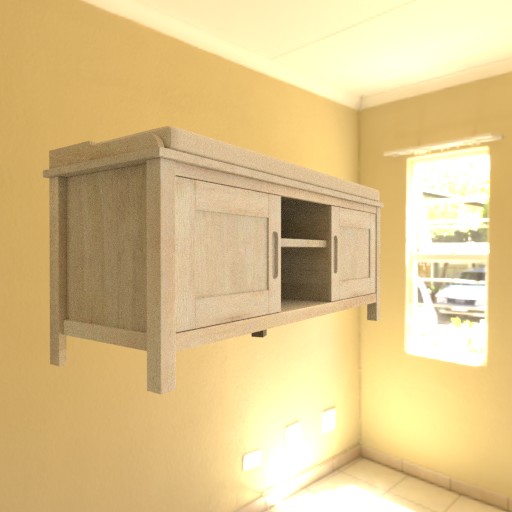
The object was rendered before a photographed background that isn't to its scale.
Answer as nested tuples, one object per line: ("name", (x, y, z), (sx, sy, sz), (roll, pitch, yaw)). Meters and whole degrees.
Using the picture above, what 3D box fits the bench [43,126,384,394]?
("bench", (0.000, 0.000, 1.377), (0.398, 0.501, 1.140), (0, 1, 36))
